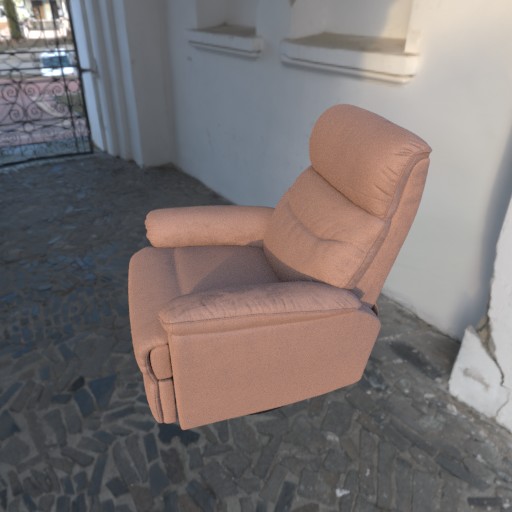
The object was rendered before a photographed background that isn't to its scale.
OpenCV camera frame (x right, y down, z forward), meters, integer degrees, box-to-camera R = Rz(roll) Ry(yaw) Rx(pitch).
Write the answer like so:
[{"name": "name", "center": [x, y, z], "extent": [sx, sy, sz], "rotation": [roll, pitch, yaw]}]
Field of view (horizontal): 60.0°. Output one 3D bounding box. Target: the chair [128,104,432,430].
[{"name": "chair", "center": [0.000, 0.000, 1.732], "extent": [1.004, 1.037, 0.820], "rotation": [-8, 31, -13]}]
